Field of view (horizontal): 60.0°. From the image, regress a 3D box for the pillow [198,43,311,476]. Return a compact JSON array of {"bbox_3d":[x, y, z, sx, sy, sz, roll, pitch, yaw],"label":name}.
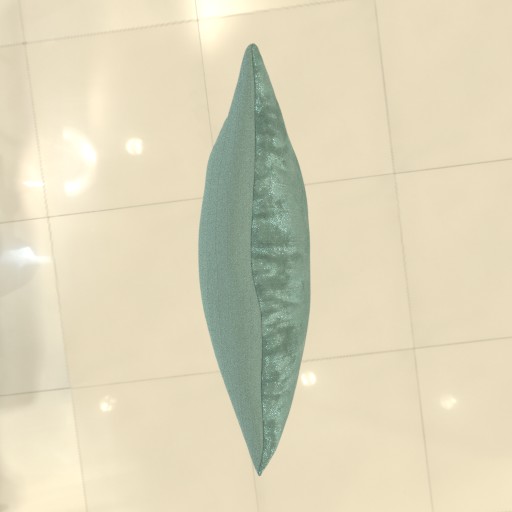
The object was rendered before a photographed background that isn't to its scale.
[{"bbox_3d":[0.000,0.000,0.703,0.175,0.464,0.470,0,91,1],"label":"pillow"}]
